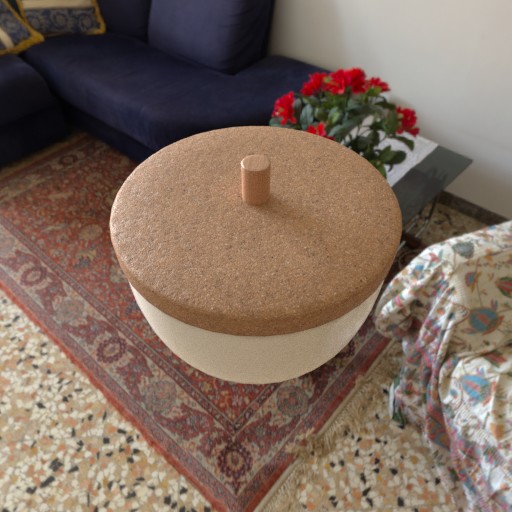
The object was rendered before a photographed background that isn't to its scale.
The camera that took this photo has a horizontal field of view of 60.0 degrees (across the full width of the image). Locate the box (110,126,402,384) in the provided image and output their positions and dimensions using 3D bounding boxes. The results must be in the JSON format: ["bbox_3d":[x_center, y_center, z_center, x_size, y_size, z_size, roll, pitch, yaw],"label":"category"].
[{"bbox_3d":[0.000,0.000,0.187,0.107,0.094,0.107,0,47,0],"label":"box"}]
